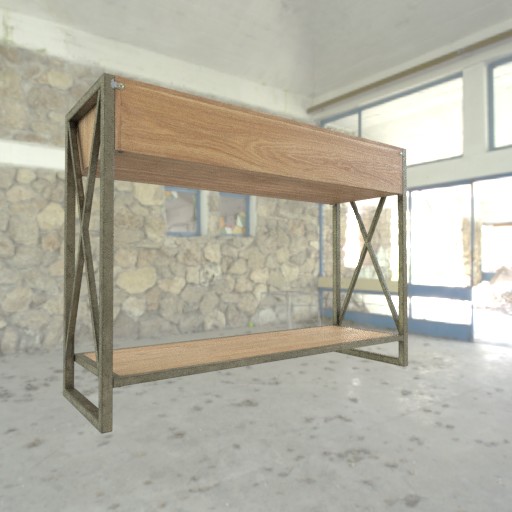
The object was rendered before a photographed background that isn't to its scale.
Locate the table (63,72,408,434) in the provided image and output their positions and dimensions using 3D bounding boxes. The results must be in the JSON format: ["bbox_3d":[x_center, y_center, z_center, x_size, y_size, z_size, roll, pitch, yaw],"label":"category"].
[{"bbox_3d":[0.000,0.000,1.389,1.059,0.763,0.361,1,-1,-36],"label":"table"}]
